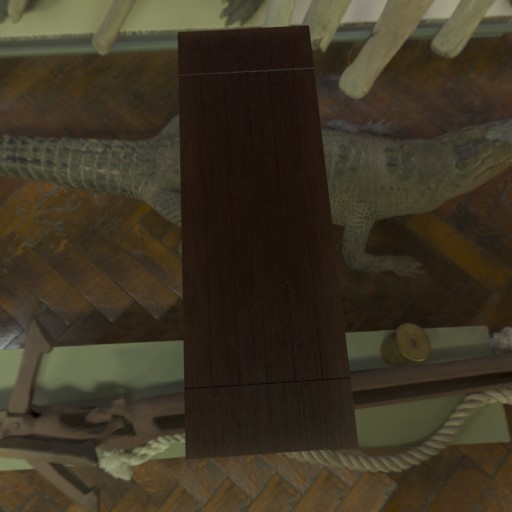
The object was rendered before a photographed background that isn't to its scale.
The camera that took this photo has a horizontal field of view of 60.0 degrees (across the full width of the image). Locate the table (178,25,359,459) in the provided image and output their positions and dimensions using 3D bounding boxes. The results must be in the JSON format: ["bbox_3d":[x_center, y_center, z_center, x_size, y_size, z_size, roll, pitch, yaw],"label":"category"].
[{"bbox_3d":[0.000,0.000,1.423,0.373,0.768,1.062,-4,74,-1],"label":"table"}]
